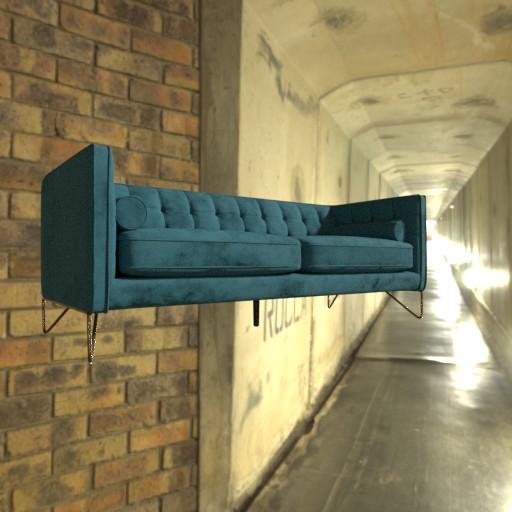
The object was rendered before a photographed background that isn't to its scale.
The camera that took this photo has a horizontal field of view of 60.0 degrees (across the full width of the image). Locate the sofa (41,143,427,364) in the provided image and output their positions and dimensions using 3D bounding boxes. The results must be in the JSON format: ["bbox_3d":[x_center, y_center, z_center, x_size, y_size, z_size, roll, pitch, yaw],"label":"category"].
[{"bbox_3d":[0.000,0.000,2.492,2.087,0.789,0.867,1,-1,-37],"label":"sofa"}]
